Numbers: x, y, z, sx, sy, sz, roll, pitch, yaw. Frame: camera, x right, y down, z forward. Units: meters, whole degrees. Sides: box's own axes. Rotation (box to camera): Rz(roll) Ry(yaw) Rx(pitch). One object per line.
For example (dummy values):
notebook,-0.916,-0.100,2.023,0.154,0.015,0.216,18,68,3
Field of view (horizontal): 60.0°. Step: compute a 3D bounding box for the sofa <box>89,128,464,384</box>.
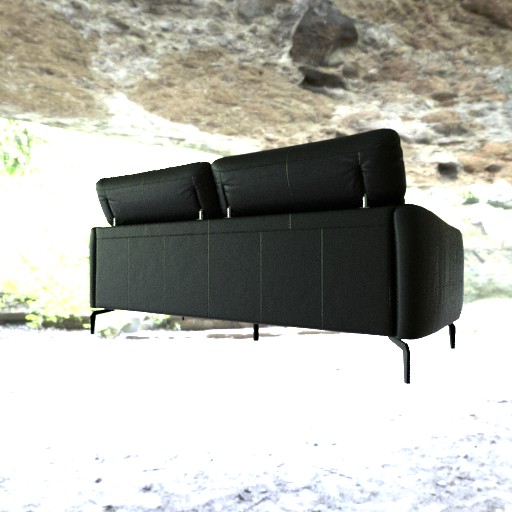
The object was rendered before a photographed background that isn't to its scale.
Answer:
sofa,0.000,0.000,2.500,2.069,0.957,0.856,0,-1,35
